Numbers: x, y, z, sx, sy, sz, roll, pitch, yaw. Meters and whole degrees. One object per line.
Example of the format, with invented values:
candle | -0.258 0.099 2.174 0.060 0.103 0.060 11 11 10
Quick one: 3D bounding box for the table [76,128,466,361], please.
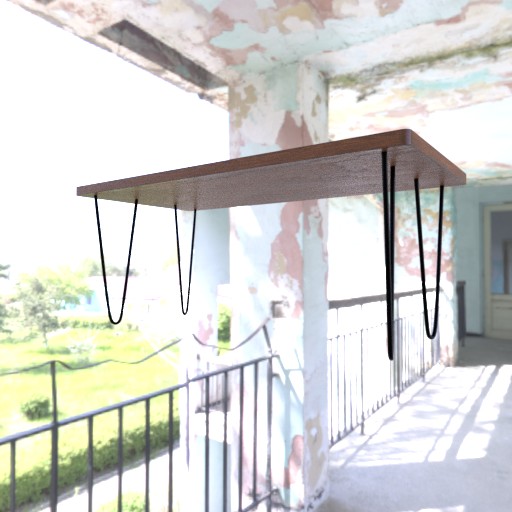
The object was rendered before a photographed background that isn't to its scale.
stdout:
table | 0.000 0.000 2.225 1.791 0.753 0.883 -1 -1 36
